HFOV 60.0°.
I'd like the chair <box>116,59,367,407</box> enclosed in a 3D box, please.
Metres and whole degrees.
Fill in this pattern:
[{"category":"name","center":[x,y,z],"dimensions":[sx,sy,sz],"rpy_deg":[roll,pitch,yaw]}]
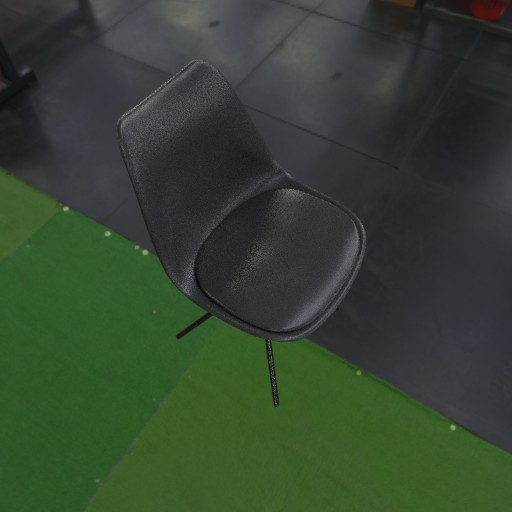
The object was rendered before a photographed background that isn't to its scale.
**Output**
[{"category":"chair","center":[0.000,0.000,1.196],"dimensions":[0.525,0.850,0.461],"rpy_deg":[30,62,18]}]
